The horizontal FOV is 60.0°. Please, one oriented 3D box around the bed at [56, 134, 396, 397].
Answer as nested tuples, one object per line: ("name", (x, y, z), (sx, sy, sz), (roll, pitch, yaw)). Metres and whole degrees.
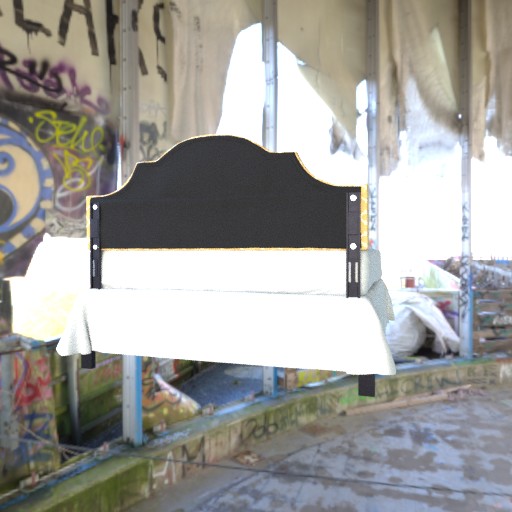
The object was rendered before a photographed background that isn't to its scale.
("bed", (0.000, 0.000, 3.798), (2.314, 1.601, 2.222), (0, 1, 18))
